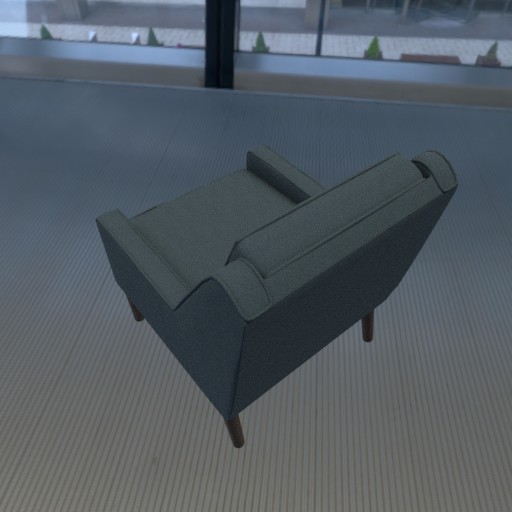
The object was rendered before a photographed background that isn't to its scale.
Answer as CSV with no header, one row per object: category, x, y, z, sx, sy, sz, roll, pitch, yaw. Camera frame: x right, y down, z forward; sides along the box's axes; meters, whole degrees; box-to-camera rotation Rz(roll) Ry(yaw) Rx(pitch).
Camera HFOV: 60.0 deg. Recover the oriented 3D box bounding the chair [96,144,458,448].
chair,0.000,0.000,1.321,0.663,0.780,0.733,-30,52,-27
